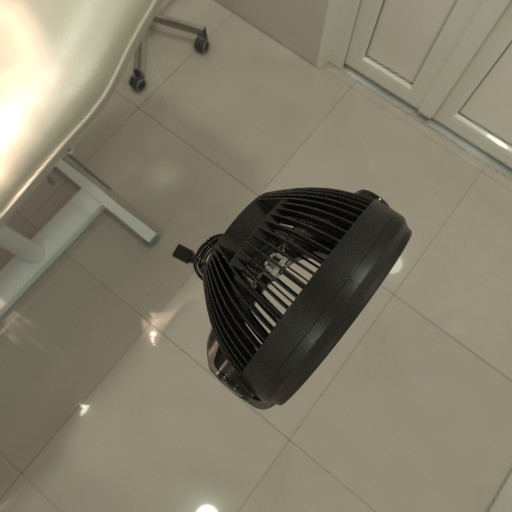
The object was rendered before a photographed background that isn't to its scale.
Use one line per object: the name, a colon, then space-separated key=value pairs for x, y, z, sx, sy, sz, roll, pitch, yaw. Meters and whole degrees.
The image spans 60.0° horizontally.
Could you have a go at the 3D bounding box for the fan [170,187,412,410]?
fan: x=0.000 y=0.000 z=0.503 sx=0.256 sy=0.277 sz=0.273 roll=37 pitch=78 yaw=10
